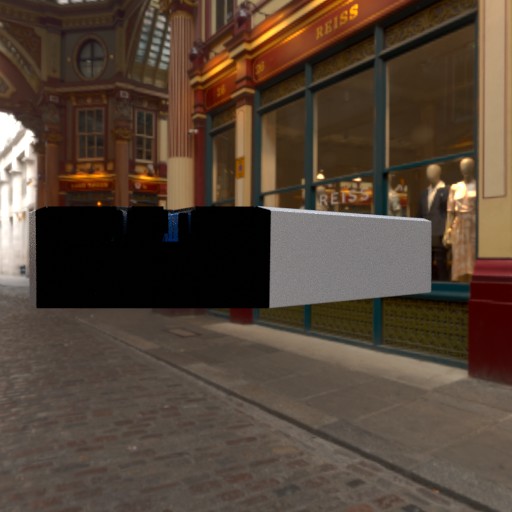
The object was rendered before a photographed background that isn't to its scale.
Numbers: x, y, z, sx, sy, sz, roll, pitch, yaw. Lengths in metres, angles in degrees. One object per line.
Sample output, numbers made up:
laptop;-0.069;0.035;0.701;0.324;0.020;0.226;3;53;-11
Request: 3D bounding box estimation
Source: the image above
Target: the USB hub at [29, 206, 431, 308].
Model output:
USB hub;0.000;0.000;0.125;0.110;0.023;0.044;0;1;-36
